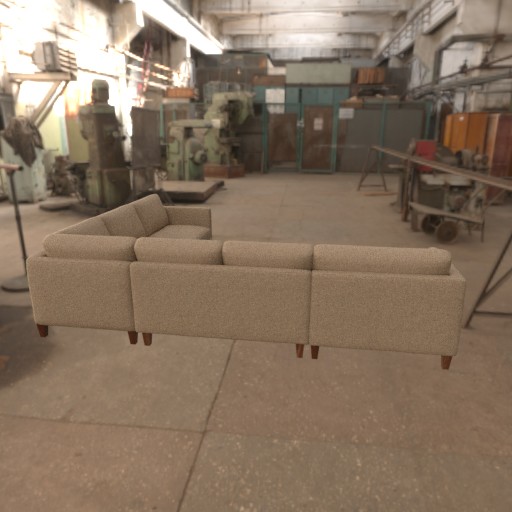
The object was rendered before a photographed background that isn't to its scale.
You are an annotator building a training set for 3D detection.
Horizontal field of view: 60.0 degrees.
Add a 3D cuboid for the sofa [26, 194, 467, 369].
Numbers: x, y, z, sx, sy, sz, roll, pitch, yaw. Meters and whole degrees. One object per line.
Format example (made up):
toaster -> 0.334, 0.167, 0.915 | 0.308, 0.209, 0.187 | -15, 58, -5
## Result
sofa -> 0.000, 0.000, 4.556 | 3.403, 0.889, 2.551 | 3, 17, 9
